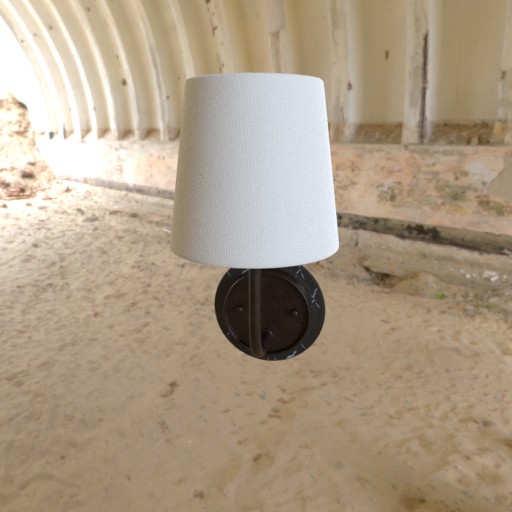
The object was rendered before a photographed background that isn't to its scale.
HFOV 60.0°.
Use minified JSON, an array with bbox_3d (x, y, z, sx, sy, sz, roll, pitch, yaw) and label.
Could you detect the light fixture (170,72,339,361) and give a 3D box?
[{"bbox_3d":[0.000,0.000,0.460,0.168,0.337,0.188,3,16,10],"label":"light fixture"}]
